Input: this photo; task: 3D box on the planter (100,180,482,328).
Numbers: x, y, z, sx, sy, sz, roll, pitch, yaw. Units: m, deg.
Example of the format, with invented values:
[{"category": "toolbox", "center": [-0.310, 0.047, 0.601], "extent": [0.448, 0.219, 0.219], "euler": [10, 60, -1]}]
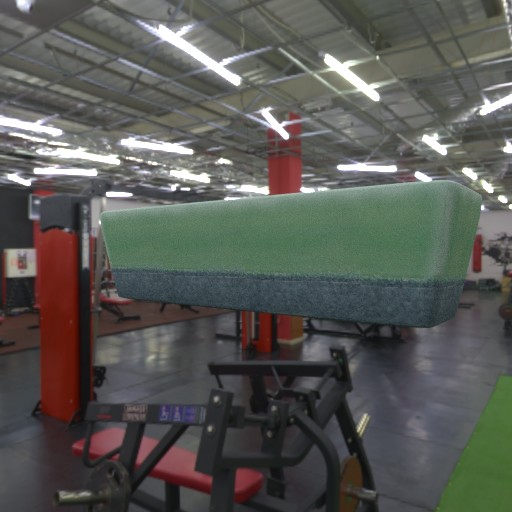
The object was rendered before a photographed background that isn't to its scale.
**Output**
[{"category": "planter", "center": [0.000, 0.000, 0.308], "extent": [0.275, 0.072, 0.072], "euler": [0, 1, 37]}]
